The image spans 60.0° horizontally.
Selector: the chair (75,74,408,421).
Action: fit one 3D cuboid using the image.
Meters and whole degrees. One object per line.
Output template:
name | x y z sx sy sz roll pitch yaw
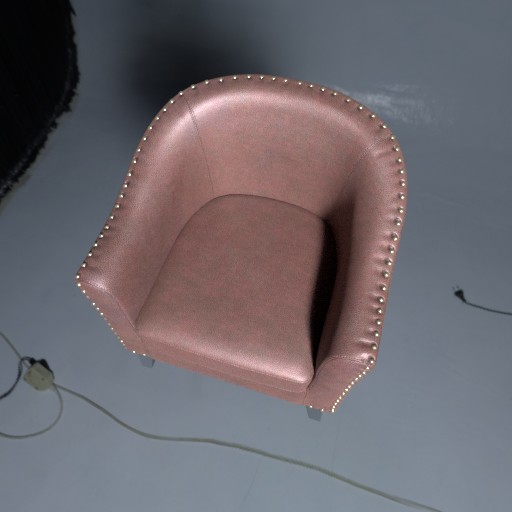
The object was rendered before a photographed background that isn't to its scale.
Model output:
chair | 0.000 0.000 1.438 0.794 0.823 0.748 15 59 9
